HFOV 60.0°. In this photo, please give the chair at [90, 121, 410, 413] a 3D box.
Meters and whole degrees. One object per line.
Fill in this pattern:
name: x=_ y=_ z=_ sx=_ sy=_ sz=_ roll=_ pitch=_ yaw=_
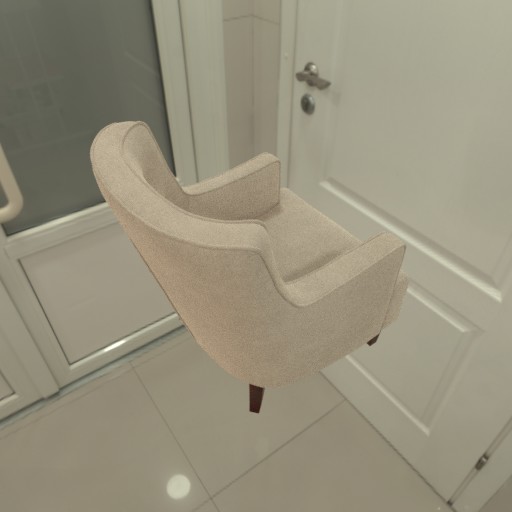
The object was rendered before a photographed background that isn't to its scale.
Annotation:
chair: x=0.000 y=0.000 z=1.605 sx=0.910 sy=0.920 sz=0.781 roll=-26 pitch=48 yaw=-26
